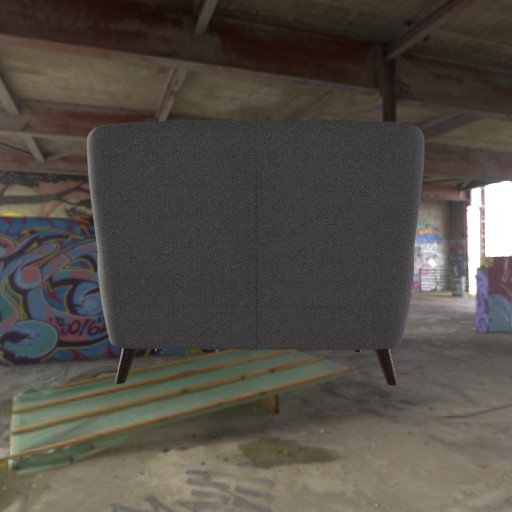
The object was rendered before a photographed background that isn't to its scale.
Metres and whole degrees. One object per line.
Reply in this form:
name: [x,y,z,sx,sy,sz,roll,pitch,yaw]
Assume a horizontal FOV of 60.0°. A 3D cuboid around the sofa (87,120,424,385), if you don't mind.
sofa: [0.000,0.000,2.062,1.386,1.028,0.884,0,-1,1]
